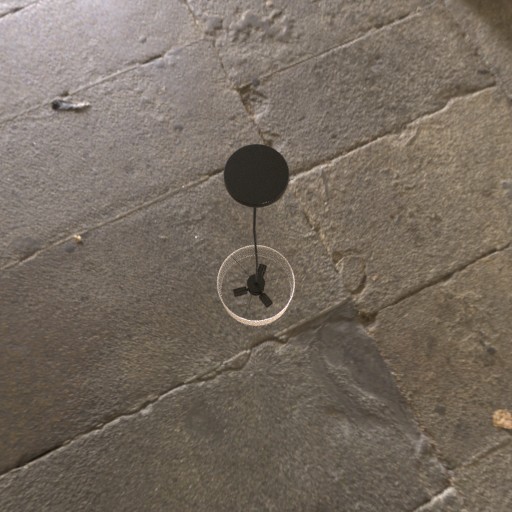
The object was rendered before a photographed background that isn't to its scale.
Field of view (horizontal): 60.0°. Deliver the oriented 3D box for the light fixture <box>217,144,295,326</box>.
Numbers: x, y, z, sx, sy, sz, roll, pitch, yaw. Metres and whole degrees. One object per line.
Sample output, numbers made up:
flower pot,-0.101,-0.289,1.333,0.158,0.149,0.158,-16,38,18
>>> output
light fixture,0.000,0.000,1.748,0.399,1.516,0.399,0,76,0
